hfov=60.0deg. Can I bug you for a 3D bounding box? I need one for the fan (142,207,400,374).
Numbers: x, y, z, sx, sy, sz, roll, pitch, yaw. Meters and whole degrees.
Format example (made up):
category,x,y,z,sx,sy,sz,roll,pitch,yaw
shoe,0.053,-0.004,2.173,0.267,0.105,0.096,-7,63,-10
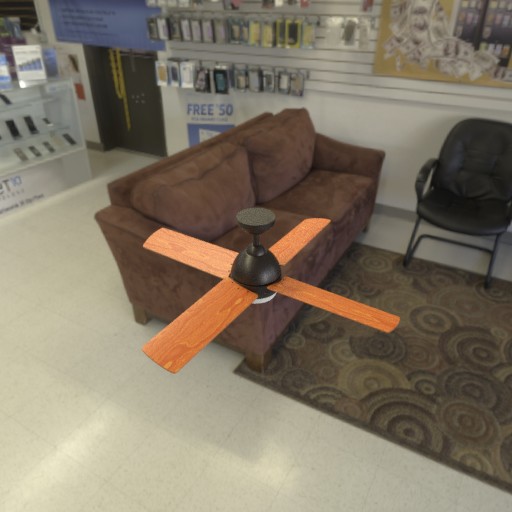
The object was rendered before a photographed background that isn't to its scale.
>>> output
category,x,y,z,sx,sy,sz,roll,pitch,yaw
fan,0.000,0.000,2.011,1.332,0.403,1.332,19,37,27
